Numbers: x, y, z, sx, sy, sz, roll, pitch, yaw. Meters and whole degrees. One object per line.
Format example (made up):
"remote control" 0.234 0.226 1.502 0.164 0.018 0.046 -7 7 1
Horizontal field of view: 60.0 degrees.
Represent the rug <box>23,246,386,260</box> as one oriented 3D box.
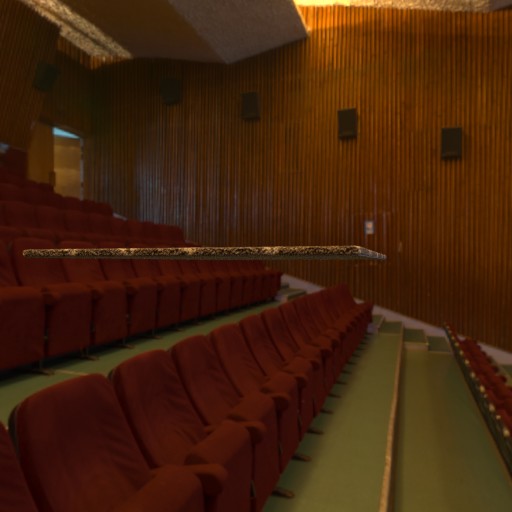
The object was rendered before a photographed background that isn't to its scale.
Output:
"rug" 0.000 0.000 2.271 1.219 0.030 1.778 0 -1 19
